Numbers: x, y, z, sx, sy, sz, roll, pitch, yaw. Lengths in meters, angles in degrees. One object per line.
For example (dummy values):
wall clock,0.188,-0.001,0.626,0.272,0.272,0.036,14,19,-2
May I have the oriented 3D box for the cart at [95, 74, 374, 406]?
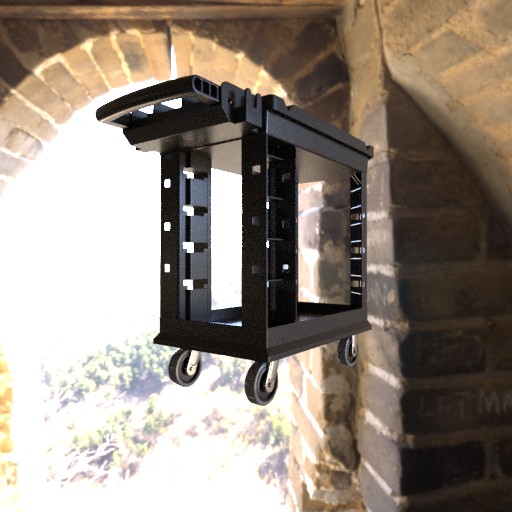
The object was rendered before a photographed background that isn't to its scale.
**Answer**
cart,0.000,0.000,1.561,0.497,0.884,1.061,0,-1,37
